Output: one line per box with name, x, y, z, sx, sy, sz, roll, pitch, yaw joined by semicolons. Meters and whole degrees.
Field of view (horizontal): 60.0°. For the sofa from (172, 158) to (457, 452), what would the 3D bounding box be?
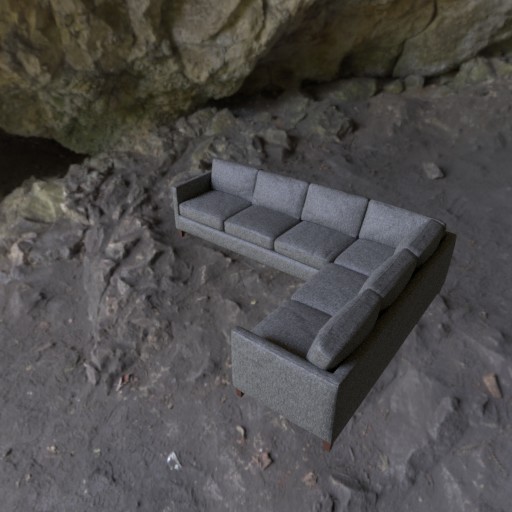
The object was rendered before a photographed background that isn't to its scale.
sofa;0.000;0.000;4.654;3.302;0.947;2.593;22;38;31
